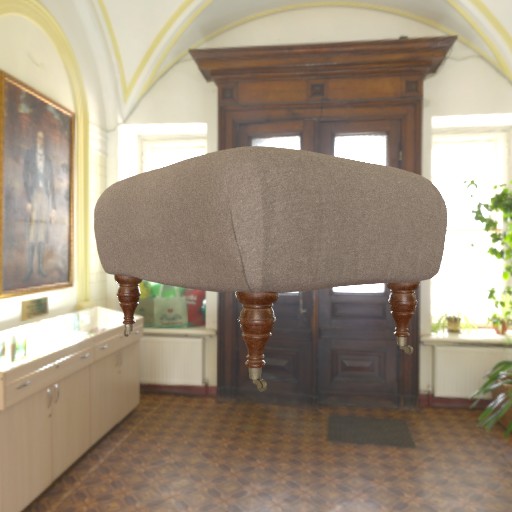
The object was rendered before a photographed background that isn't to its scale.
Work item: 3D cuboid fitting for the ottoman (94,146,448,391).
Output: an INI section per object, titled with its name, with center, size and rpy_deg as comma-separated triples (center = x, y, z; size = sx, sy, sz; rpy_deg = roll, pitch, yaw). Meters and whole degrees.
[ottoman]
center = 0.000, 0.000, 1.133
size = 0.622, 0.450, 0.747
rpy_deg = -1, 1, -38
